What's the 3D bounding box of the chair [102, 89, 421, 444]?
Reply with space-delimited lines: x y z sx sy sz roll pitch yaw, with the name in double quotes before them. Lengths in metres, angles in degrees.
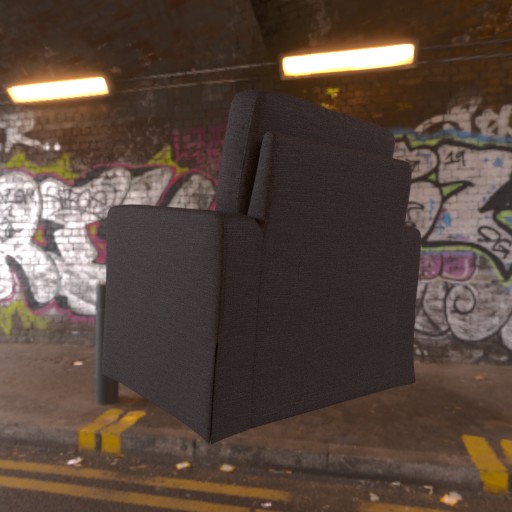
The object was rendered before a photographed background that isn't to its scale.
"chair" 0.000 0.000 1.515 0.798 0.855 0.863 0 0 -37
